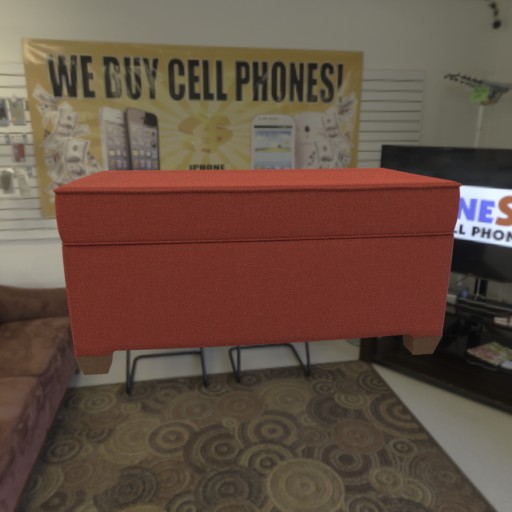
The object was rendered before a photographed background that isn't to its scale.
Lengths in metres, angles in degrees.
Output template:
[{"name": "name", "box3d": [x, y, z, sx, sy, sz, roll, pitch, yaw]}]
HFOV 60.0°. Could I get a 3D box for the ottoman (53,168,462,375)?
[{"name": "ottoman", "box3d": [0.000, 0.000, 1.264, 0.948, 0.454, 0.497, -2, 15, -7]}]
